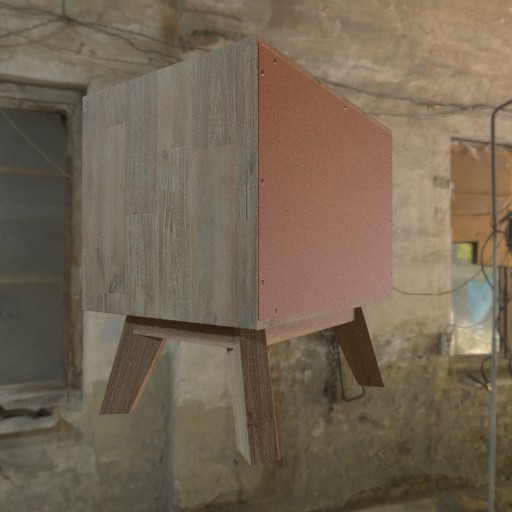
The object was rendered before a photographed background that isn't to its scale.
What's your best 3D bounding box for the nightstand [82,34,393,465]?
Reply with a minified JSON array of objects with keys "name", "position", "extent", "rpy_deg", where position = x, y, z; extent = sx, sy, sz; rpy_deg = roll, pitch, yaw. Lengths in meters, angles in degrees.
[{"name":"nightstand","position":[0.000,0.000,0.930],"extent":[0.396,0.589,0.552],"rpy_deg":[0,0,35]}]
